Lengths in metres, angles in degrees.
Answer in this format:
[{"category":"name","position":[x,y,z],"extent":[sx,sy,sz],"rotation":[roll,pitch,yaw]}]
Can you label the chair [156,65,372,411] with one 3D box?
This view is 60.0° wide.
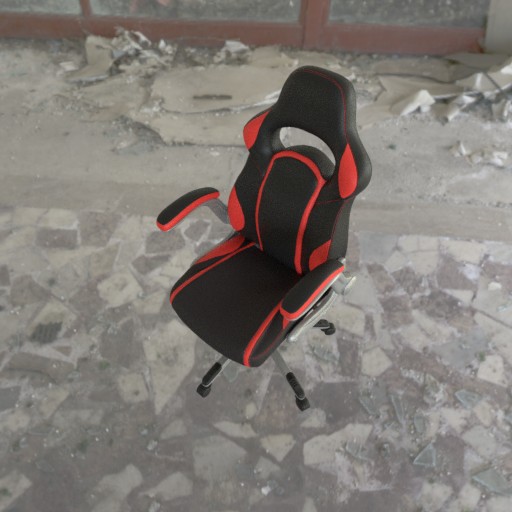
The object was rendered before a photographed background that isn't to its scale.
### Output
[{"category":"chair","position":[0.000,0.000,1.624],"extent":[0.758,1.165,0.712],"rotation":[33,55,27]}]
